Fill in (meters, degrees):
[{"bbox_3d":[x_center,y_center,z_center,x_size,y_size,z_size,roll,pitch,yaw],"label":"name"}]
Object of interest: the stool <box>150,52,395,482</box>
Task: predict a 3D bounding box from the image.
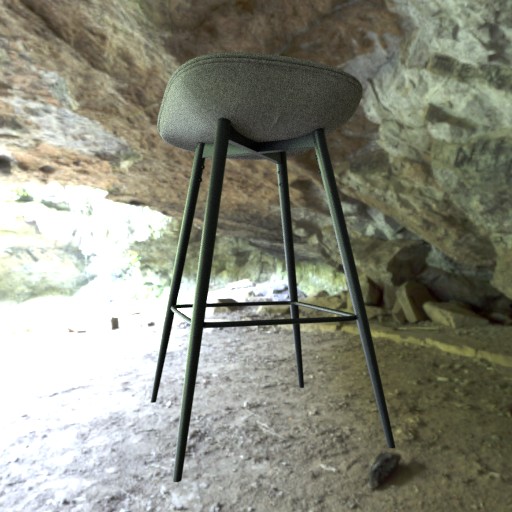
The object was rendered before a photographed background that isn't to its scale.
[{"bbox_3d":[0.000,0.000,1.094,0.469,0.814,0.480,0,-1,-18],"label":"stool"}]
